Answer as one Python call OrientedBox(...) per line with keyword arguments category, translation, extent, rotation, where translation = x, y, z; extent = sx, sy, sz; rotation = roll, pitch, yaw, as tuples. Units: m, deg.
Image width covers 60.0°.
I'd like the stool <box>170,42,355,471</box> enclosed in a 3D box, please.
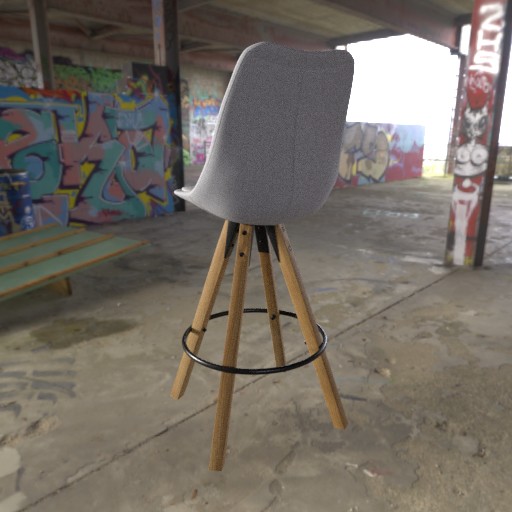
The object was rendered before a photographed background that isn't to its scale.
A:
OrientedBox(category="stool", translation=(0.000, 0.000, 1.378), extent=(0.484, 1.115, 0.550), rotation=(-7, 17, -25))
